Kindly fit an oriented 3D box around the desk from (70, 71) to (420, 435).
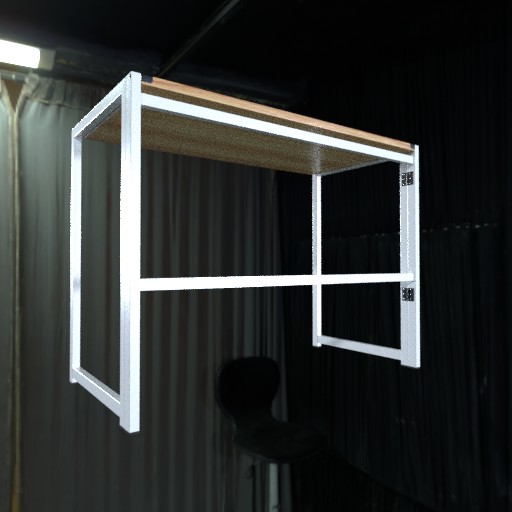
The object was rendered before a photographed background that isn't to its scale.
[{"bbox_3d":[0.000,0.000,1.426,1.016,0.762,0.508,1,-1,-36],"label":"desk"}]
